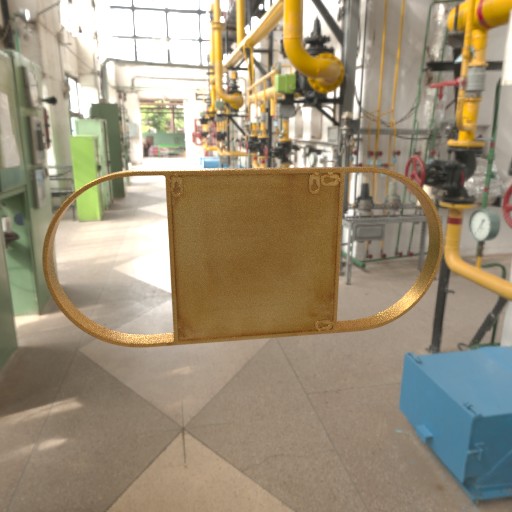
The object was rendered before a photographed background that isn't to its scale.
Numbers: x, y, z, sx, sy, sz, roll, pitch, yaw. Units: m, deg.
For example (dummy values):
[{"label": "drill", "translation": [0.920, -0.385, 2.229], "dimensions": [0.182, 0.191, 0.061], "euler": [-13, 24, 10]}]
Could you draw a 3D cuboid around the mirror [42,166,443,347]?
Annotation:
[{"label": "mirror", "translation": [0.000, 0.000, 0.656], "dimensions": [0.584, 0.254, 0.032], "euler": [-3, 16, -9]}]
